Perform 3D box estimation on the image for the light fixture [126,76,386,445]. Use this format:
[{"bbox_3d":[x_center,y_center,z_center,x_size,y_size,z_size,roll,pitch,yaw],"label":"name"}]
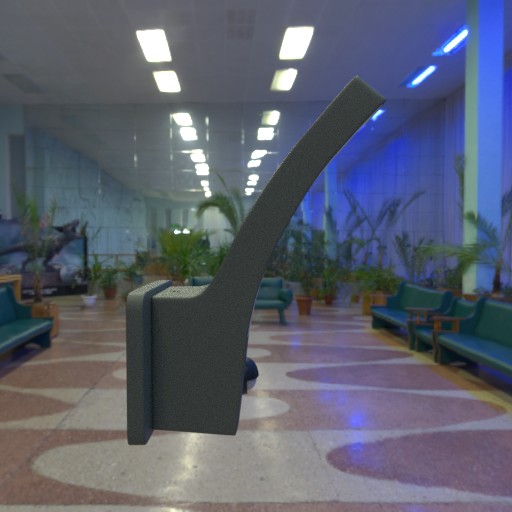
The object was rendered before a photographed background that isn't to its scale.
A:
[{"bbox_3d":[0.000,0.000,0.332,0.174,0.243,0.108,0,2,-1],"label":"light fixture"}]
